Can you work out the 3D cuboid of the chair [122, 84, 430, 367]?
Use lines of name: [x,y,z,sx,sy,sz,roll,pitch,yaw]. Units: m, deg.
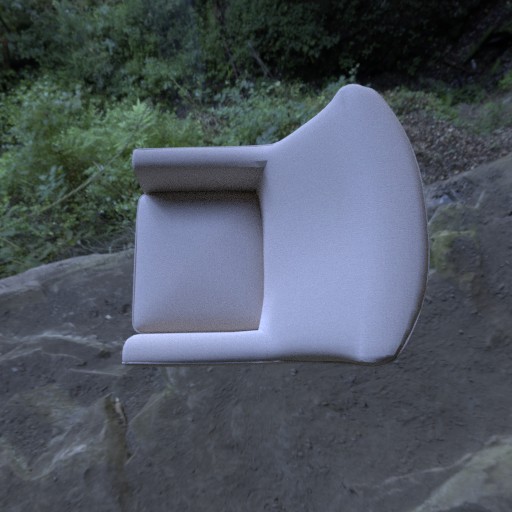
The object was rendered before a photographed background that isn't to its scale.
chair: [0.000,0.000,1.557,0.879,0.916,0.756,-1,77,0]
